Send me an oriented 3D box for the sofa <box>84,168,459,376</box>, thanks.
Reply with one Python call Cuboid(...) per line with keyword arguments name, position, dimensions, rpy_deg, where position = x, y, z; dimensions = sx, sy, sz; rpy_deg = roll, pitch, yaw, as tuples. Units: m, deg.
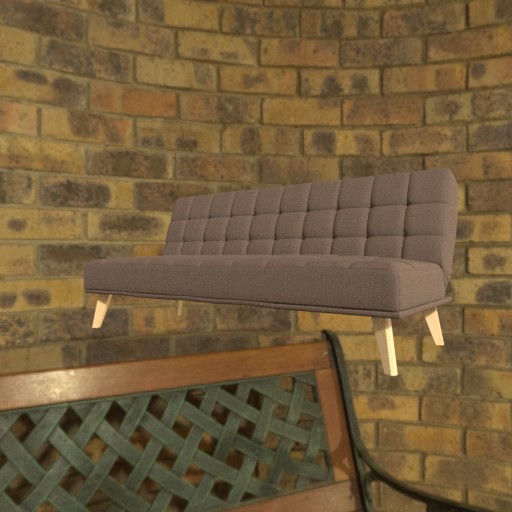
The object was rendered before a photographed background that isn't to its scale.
Cuboid(name="sofa", position=(0.000, 0.000, 2.307), dimensions=(1.800, 0.810, 0.860), rpy_deg=(0, 0, 36))
